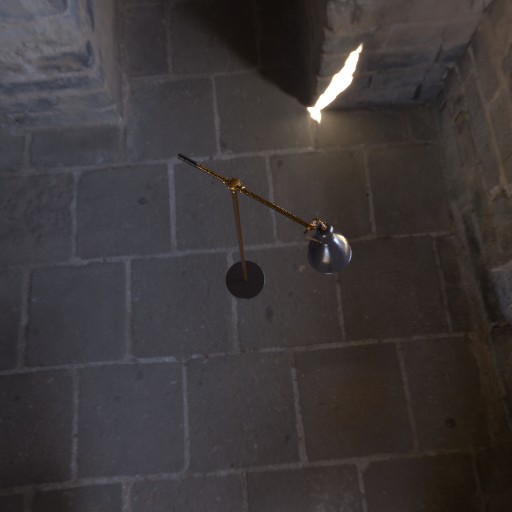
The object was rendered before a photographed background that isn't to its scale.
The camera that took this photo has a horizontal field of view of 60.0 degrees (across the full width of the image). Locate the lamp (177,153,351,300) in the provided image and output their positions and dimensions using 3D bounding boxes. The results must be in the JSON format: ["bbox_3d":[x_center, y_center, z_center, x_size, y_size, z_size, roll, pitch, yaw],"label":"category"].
[{"bbox_3d":[0.000,0.000,1.872,0.618,1.628,0.235,38,79,9],"label":"lamp"}]
